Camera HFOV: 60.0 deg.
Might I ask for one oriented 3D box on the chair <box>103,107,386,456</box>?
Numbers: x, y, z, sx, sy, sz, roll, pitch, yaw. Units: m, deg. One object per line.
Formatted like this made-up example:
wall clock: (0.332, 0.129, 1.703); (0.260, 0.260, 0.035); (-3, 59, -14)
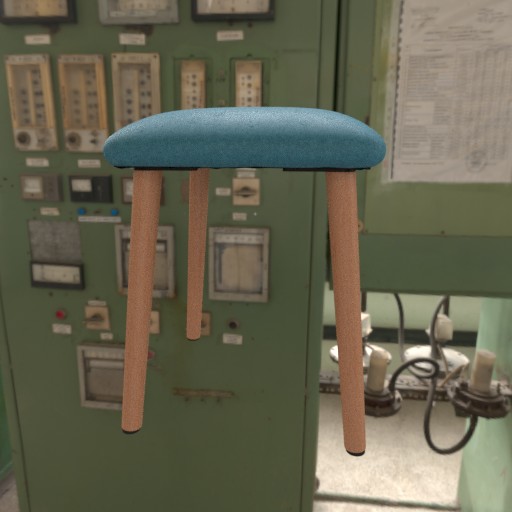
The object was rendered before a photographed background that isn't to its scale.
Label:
chair: (0.000, 0.000, 0.718); (0.360, 0.450, 0.360); (2, 14, 8)
